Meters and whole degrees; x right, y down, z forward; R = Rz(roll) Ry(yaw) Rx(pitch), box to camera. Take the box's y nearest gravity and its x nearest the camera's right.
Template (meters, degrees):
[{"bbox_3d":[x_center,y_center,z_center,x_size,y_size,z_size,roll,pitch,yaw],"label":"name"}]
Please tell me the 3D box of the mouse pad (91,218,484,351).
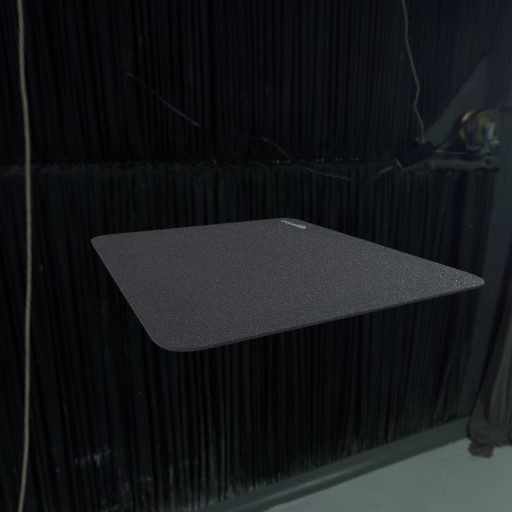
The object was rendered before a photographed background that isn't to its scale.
[{"bbox_3d":[0.000,0.000,0.428,0.269,0.002,0.315,-8,17,-26],"label":"mouse pad"}]
